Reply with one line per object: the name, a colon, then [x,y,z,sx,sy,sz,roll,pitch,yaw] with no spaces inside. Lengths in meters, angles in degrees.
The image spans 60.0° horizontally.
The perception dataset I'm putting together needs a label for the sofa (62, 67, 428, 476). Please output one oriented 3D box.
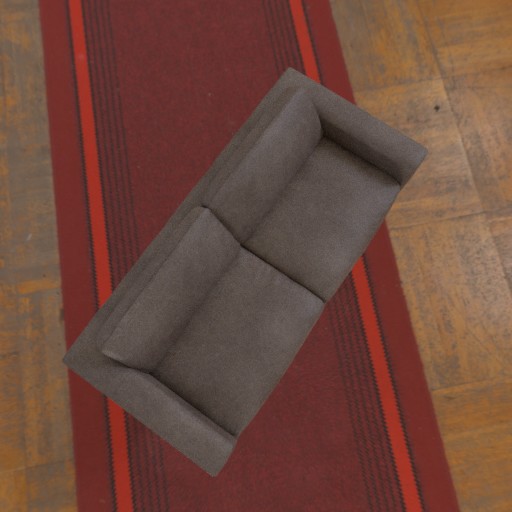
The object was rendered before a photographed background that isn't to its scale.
sofa: [0.000,0.000,2.720,1.070,0.801,2.262,34,78,8]
